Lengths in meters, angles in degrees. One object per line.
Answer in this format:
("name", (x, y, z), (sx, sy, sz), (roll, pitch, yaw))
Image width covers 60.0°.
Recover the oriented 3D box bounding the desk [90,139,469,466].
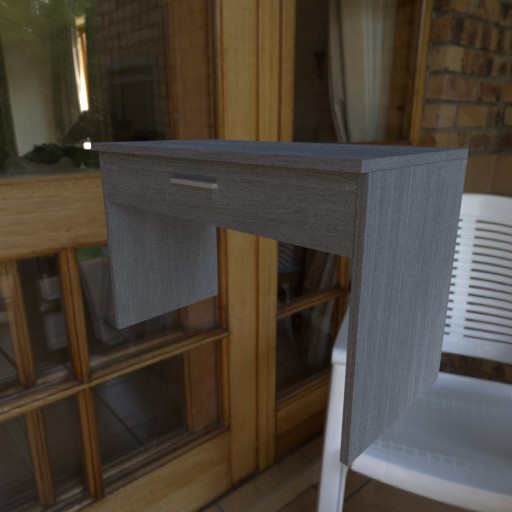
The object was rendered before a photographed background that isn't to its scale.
("desk", (0.000, 0.000, 1.505), (1.099, 0.729, 0.557), (15, 23, 42))
